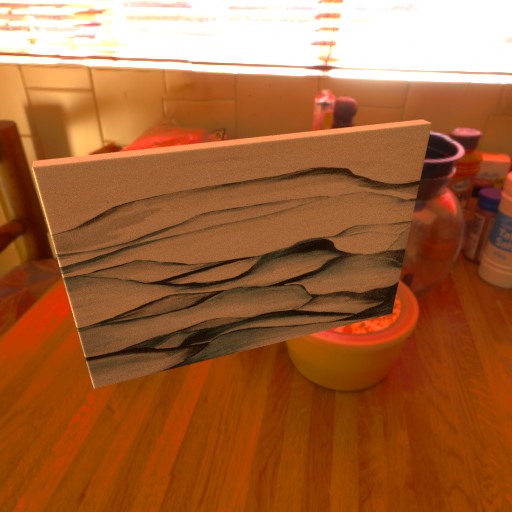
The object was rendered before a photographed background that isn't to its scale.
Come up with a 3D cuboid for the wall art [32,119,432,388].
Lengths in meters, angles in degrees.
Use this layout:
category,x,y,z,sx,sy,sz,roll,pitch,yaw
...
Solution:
category,x,y,z,sx,sy,sz,roll,pitch,yaw
wall art,0.000,0.000,1.145,0.914,0.609,0.039,-11,33,-16
